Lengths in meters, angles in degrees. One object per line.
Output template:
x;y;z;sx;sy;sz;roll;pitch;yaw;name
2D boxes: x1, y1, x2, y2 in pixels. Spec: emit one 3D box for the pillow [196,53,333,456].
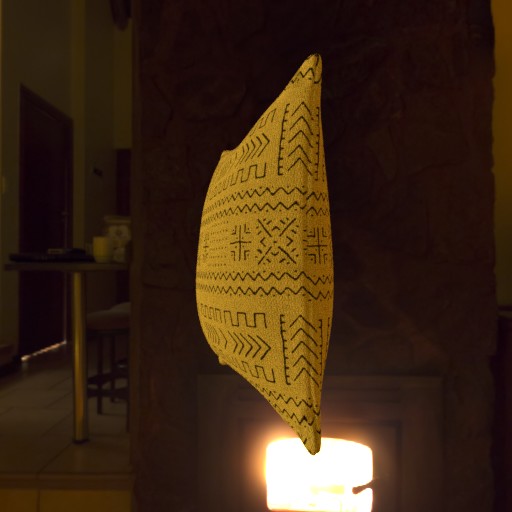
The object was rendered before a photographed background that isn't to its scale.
0.000;0.000;0.675;0.164;0.430;0.438;0;-1;-17;pillow
